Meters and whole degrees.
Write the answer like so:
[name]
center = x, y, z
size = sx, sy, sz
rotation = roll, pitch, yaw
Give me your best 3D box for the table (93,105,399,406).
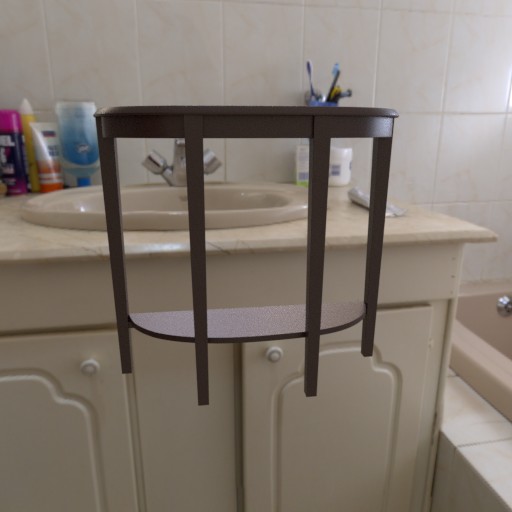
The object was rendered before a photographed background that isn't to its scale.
[table]
center = 0.000, 0.000, 1.312
size = 0.909, 0.831, 0.274
rotation = -2, 16, -8
